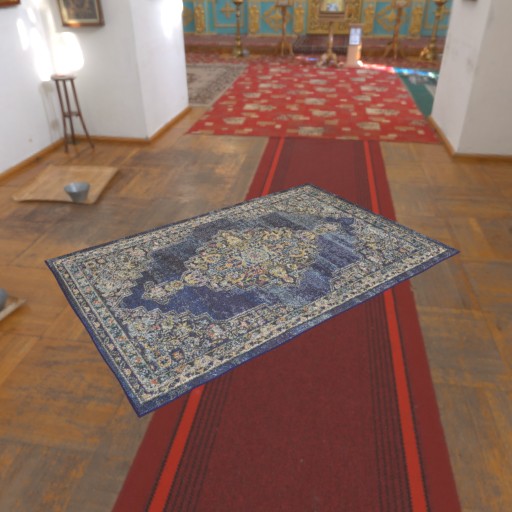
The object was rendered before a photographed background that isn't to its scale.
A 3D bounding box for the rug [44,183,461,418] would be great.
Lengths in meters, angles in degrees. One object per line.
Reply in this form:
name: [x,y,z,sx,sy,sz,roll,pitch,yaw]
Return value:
rug: [0.000,0.000,2.264,1.781,0.012,1.184,-21,37,-30]
